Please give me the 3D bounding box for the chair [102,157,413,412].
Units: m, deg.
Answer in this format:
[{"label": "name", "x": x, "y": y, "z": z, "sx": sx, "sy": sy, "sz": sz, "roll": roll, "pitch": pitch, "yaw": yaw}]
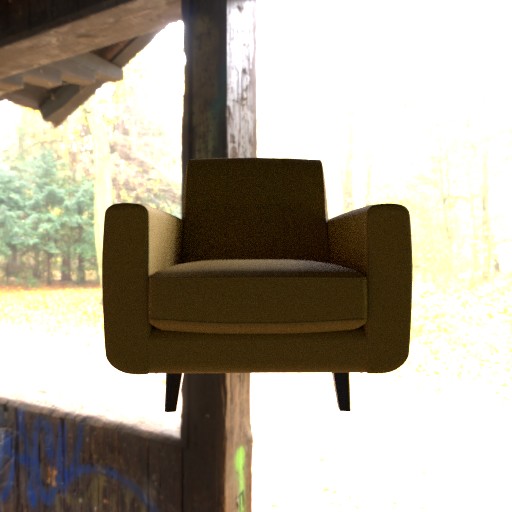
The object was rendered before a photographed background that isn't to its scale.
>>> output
[{"label": "chair", "x": 0.000, "y": 0.000, "z": 1.601, "sx": 0.831, "sy": 0.841, "sz": 0.909, "roll": 0, "pitch": 0, "yaw": -1}]
